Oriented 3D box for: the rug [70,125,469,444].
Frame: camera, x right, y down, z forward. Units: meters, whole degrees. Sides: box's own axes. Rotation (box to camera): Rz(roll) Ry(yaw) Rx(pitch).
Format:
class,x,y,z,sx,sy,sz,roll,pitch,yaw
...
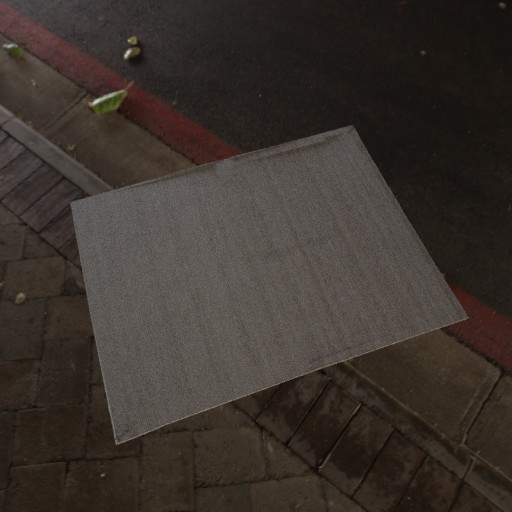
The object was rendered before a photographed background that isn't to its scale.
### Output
class,x,y,z,sx,sy,sz,roll,pitch,yaw
rug,0.000,0.000,5.023,3.778,0.053,2.873,-17,64,-9
